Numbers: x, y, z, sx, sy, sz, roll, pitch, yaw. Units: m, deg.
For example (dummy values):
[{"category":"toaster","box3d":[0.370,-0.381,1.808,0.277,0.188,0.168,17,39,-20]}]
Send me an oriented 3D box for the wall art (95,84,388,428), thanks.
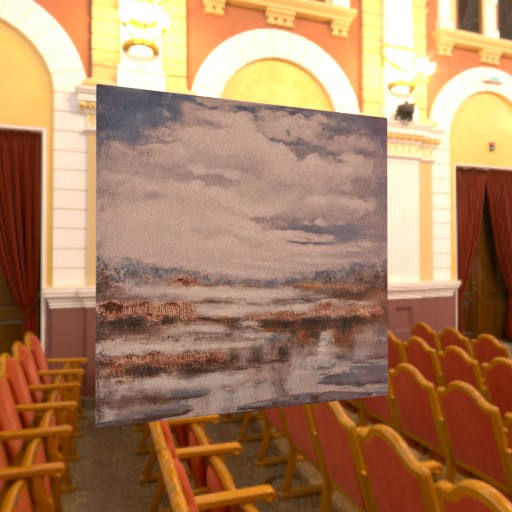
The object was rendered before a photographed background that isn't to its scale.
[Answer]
[{"category":"wall art","box3d":[0.000,0.000,1.487,1.010,1.020,0.040,0,0,-18]}]
